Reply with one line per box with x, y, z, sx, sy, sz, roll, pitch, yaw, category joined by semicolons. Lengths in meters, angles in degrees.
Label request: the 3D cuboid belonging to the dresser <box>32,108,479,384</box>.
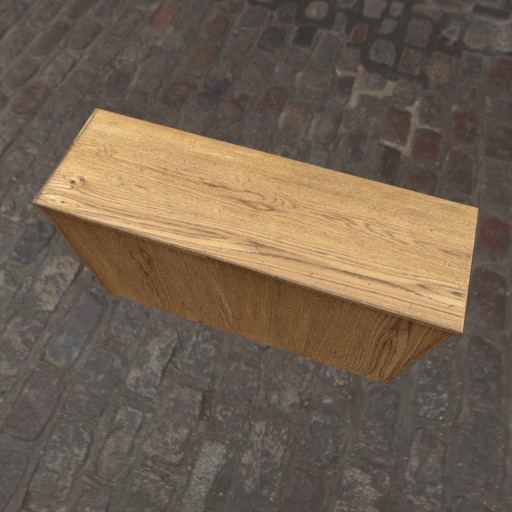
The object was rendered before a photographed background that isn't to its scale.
0.000;0.000;2.142;1.657;0.932;0.563;17;64;8;dresser
